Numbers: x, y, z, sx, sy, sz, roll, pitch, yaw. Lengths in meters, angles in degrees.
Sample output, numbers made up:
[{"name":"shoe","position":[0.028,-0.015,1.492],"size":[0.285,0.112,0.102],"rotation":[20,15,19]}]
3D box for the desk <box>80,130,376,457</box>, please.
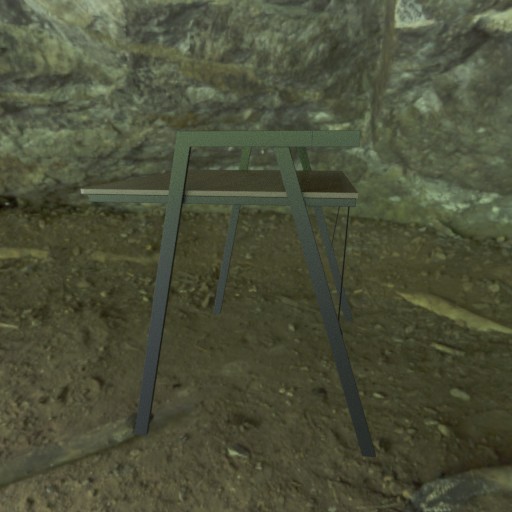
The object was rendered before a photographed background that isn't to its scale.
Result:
[{"name":"desk","position":[0.000,0.000,1.896],"size":[0.936,0.998,1.143],"rotation":[2,14,8]}]
